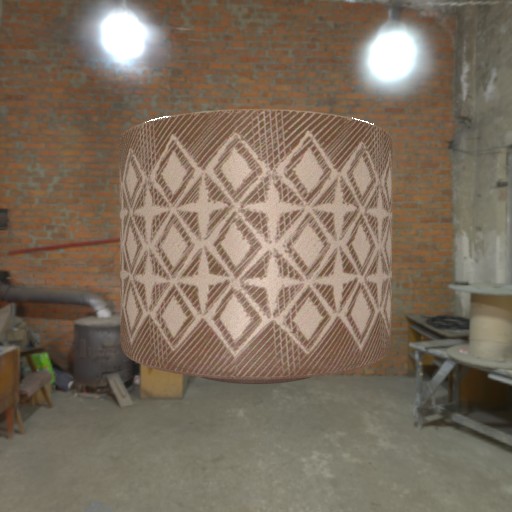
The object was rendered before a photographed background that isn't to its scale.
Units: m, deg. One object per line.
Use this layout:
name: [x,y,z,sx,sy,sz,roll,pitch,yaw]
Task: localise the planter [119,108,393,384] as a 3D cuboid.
planter: [0.000,0.000,0.216,0.126,0.104,0.126,0,1,0]
